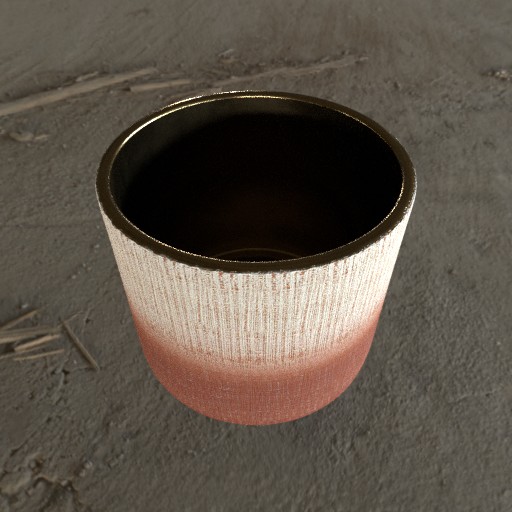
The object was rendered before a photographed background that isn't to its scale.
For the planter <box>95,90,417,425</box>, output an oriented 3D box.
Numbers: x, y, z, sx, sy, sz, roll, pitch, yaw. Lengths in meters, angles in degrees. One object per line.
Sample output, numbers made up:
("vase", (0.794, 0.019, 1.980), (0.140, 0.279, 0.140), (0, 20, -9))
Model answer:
("planter", (0.000, 0.000, 0.430), (0.254, 0.221, 0.254), (0, 45, 0))
